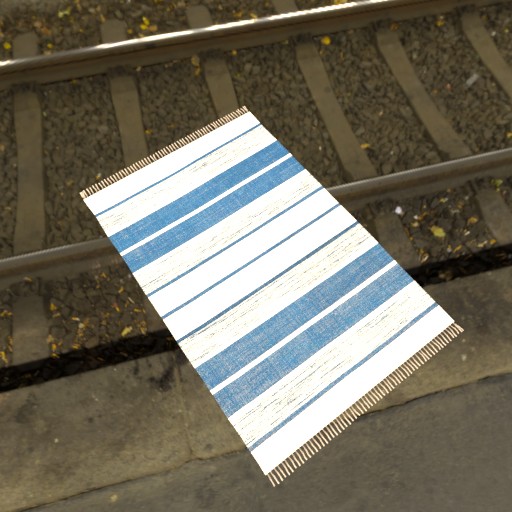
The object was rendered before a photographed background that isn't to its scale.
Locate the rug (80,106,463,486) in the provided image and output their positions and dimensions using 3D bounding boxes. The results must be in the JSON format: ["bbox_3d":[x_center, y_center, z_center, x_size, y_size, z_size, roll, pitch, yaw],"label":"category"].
[{"bbox_3d":[0.000,0.000,3.096,1.532,0.010,2.441,-33,67,-16],"label":"rug"}]
